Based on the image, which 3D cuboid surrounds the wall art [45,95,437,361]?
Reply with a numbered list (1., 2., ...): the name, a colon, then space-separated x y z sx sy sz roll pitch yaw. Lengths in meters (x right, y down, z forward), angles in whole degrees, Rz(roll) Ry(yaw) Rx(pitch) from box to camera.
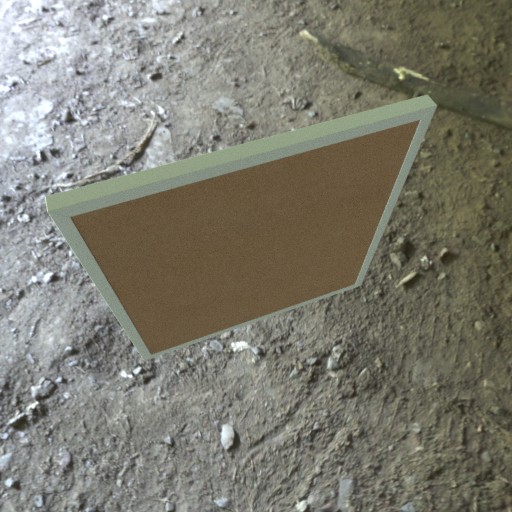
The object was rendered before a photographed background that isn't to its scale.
1. wall art: 0.000 0.000 1.145 0.760 0.760 0.036 -18 60 -11
